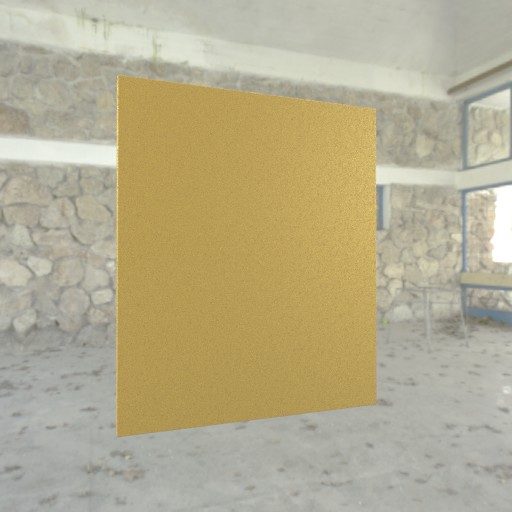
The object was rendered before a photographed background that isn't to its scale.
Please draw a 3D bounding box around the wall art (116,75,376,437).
[{"bbox_3d":[0.000,0.000,0.895,0.537,0.642,0.048,0,0,-19],"label":"wall art"}]
